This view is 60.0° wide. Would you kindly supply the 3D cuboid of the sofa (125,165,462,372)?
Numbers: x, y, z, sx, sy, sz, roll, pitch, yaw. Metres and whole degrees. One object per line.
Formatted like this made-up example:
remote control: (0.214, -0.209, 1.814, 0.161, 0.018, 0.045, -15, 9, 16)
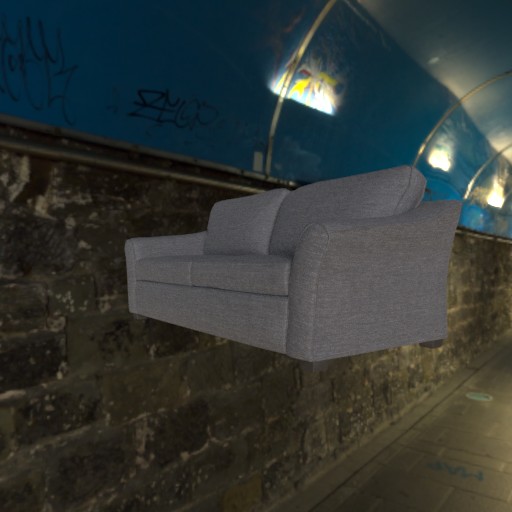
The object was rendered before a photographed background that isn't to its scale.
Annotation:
sofa: (0.000, 0.000, 2.846, 0.971, 0.950, 2.270, 0, 0, -36)
